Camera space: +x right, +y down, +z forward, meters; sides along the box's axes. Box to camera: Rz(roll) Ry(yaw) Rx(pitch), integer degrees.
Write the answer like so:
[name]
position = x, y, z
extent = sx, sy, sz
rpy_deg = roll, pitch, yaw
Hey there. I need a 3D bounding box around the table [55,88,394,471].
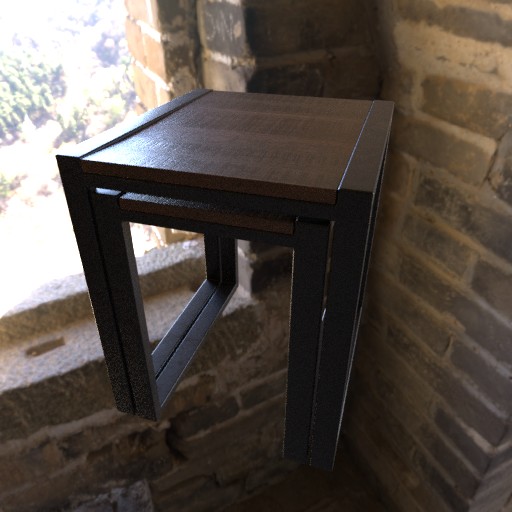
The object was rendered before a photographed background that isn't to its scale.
[table]
position = 0.000, 0.000, 0.923
extent = 0.449, 0.550, 0.500
rpy_deg = 9, 33, 15
